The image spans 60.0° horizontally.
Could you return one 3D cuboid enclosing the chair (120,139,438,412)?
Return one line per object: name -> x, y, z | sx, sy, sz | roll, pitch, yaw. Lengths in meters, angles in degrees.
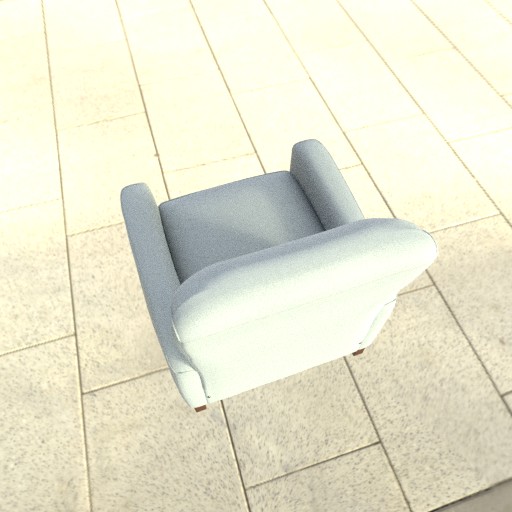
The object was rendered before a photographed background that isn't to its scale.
chair -> 0.000, 0.000, 1.630 | 0.853, 1.007, 0.846 | -17, 59, -10
